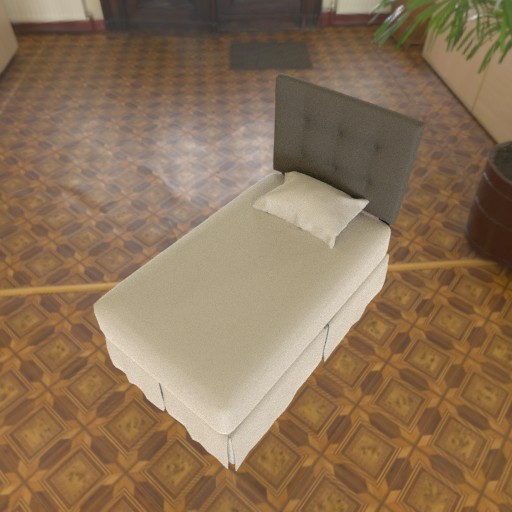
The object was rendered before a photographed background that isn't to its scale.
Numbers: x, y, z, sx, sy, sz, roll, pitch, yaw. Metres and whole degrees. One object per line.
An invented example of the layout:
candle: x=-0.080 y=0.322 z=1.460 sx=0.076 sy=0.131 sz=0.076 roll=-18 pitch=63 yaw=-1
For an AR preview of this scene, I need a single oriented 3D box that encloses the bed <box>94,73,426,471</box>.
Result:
bed: x=0.000 y=0.000 z=3.029 sx=1.261 sy=1.571 sz=1.997 roll=31 pitch=53 yaw=26
